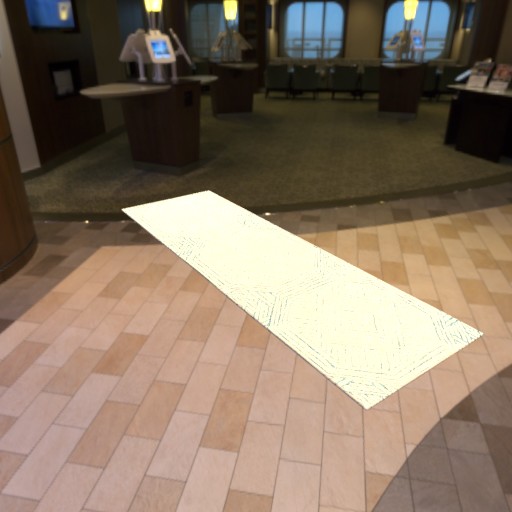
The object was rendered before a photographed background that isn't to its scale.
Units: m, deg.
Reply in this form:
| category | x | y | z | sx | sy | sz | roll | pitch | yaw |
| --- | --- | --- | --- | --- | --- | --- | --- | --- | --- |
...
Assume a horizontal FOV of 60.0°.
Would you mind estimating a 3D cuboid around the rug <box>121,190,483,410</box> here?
| category | x | y | z | sx | sy | sz | roll | pitch | yaw |
| --- | --- | --- | --- | --- | --- | --- | --- | --- | --- |
| rug | 0.000 | 0.000 | 2.680 | 0.775 | 0.012 | 2.452 | -18 | 32 | -31 |
